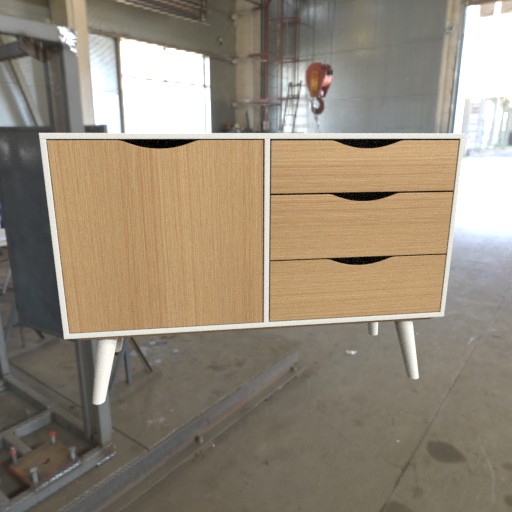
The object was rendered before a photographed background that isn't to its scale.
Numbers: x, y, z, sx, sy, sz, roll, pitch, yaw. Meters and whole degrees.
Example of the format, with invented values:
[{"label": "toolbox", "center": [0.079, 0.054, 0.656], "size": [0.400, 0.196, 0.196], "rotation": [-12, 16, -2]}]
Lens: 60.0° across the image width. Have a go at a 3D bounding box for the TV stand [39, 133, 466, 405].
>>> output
[{"label": "TV stand", "center": [0.000, 0.000, 1.526], "size": [1.193, 0.812, 0.406], "rotation": [-2, 15, -8]}]
